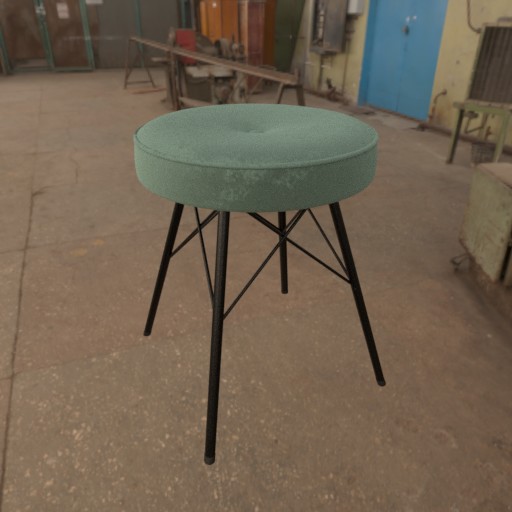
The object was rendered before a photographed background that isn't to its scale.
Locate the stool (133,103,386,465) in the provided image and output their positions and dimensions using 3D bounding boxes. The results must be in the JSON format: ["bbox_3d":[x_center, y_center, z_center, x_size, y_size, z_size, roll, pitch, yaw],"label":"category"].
[{"bbox_3d":[0.000,0.000,0.868,0.457,0.519,0.458,-10,30,-17],"label":"stool"}]
